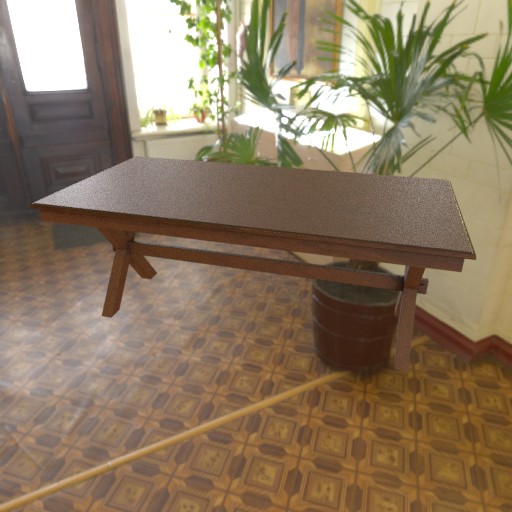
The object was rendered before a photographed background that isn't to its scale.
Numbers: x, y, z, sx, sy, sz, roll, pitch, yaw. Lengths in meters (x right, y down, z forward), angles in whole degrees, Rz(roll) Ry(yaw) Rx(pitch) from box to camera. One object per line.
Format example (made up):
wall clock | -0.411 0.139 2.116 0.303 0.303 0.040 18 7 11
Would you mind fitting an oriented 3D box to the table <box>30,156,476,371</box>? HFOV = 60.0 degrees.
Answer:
table | 0.000 0.000 1.492 1.197 0.459 0.594 7 27 15
